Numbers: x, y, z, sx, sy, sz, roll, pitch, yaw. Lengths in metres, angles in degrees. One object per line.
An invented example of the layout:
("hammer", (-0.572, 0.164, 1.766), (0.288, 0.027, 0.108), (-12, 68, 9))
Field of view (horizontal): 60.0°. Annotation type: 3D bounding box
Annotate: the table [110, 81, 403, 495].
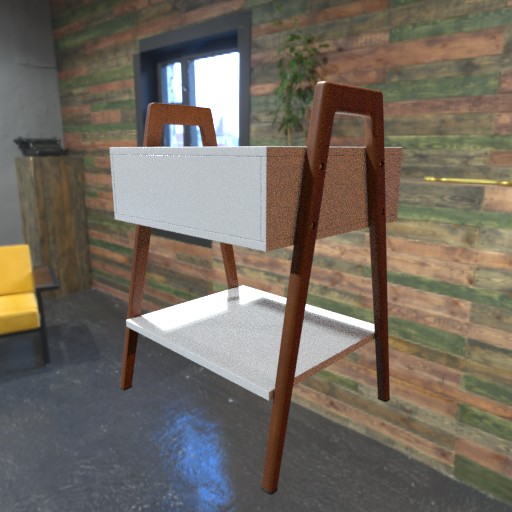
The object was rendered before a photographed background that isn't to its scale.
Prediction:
("table", (0.000, 0.000, 0.903), (0.457, 0.610, 0.405), (13, 19, 43))
